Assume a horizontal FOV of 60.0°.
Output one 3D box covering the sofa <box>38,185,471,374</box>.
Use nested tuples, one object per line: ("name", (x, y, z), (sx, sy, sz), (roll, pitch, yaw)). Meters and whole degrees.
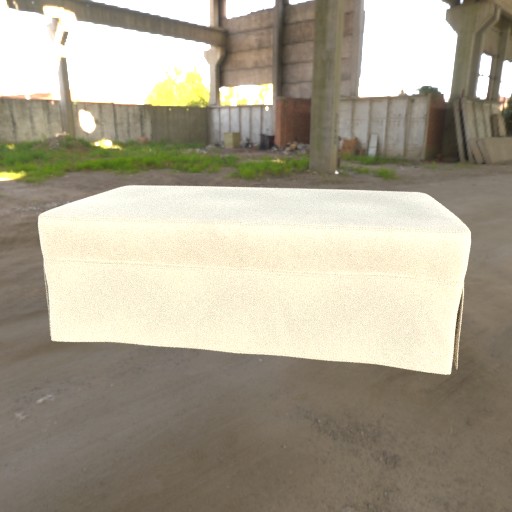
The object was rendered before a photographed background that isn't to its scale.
("sofa", (0.000, 0.000, 2.082), (1.677, 0.552, 0.939), (3, 17, 9))
